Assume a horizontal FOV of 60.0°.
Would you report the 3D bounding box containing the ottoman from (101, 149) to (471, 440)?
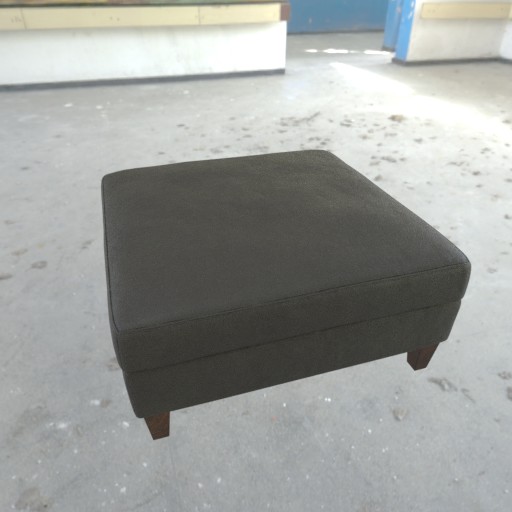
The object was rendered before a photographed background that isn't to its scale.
[{"bbox_3d":[0.000,0.000,1.325,0.836,0.415,0.844,-10,34,-15],"label":"ottoman"}]
